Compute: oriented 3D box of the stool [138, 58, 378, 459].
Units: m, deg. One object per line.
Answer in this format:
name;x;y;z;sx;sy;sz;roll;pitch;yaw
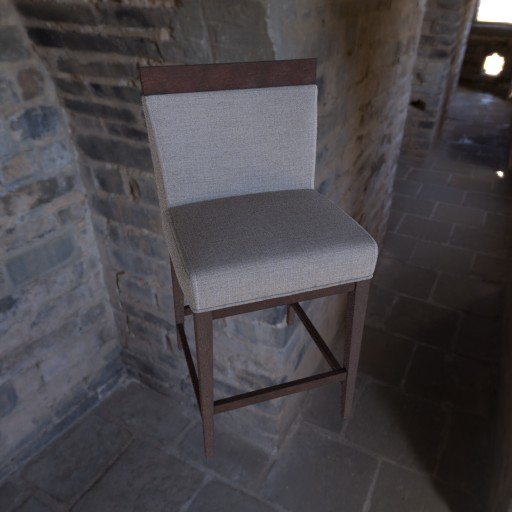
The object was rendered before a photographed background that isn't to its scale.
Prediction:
stool;0.000;0.000;1.314;0.512;1.009;0.531;-10;33;-15
